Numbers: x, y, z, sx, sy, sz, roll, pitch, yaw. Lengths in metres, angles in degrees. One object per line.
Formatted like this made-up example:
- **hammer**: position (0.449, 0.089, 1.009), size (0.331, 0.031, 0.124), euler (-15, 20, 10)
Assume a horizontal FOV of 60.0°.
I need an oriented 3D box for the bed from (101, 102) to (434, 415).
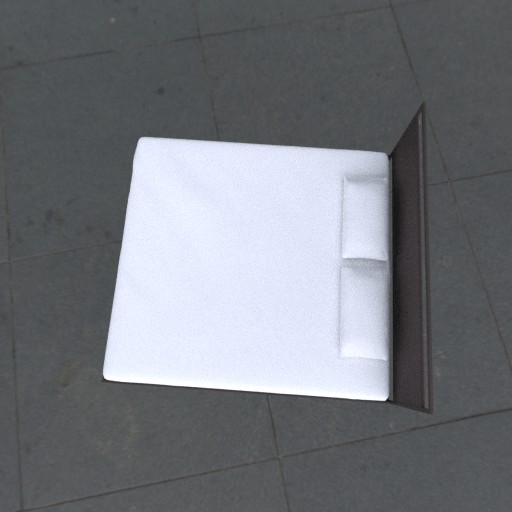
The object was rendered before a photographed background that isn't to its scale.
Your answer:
- **bed**: position (0.000, 0.000, 3.322), size (2.151, 1.173, 1.993), euler (4, 76, 1)
